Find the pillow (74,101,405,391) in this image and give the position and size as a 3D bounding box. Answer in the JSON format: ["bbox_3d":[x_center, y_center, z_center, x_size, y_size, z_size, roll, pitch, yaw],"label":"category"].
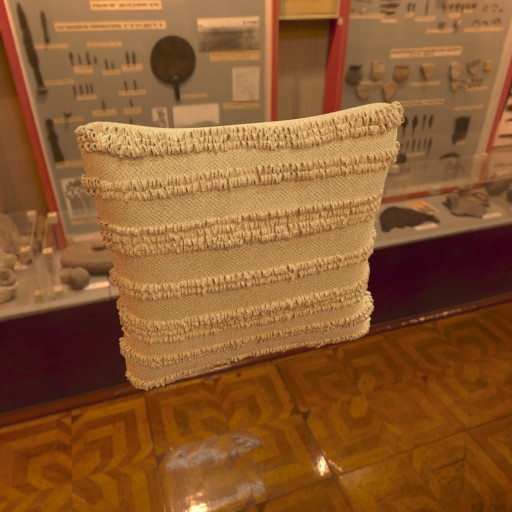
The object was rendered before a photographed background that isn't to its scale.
[{"bbox_3d":[0.000,0.000,0.661,0.437,0.427,0.145,-9,33,-15],"label":"pillow"}]
